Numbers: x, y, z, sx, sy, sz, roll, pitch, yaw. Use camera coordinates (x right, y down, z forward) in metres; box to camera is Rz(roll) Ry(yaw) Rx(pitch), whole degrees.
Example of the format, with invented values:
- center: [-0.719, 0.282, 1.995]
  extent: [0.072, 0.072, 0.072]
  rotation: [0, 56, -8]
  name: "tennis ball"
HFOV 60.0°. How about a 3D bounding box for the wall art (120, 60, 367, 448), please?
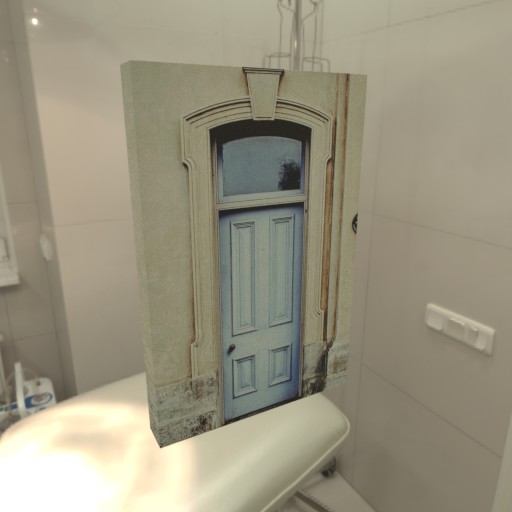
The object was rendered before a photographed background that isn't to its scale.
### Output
- center: [0.000, 0.000, 0.490]
  extent: [0.254, 0.381, 0.038]
  rotation: [-9, 19, -28]
  name: "wall art"
